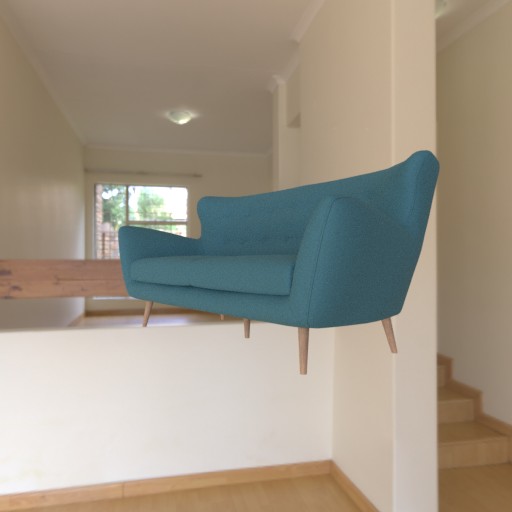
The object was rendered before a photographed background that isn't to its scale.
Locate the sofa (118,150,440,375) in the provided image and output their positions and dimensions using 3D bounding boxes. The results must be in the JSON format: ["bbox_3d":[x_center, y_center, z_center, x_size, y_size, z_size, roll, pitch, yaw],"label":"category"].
[{"bbox_3d":[0.000,0.000,2.435,0.889,0.890,1.930,0,0,-38],"label":"sofa"}]
